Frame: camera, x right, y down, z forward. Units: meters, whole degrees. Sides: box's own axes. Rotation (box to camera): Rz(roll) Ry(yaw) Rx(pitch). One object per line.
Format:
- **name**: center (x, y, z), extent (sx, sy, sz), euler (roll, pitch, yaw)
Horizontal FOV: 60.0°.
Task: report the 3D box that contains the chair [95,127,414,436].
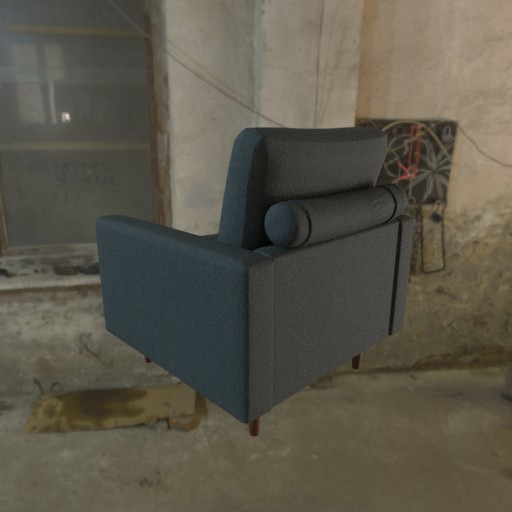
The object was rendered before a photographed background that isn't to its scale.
- **chair**: center (0.000, 0.000, 1.574), extent (0.821, 0.880, 0.843), euler (-15, 22, -42)
